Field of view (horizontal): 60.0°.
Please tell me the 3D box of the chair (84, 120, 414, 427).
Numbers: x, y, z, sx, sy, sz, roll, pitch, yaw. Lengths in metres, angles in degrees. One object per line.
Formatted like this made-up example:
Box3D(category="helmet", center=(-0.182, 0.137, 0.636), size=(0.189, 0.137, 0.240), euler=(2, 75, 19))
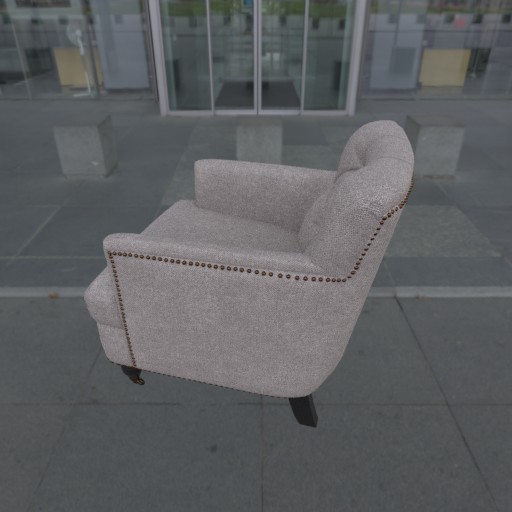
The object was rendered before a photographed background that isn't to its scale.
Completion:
Box3D(category="chair", center=(0.000, 0.000, 1.511), size=(0.902, 0.823, 0.737), euler=(8, 31, 13))
